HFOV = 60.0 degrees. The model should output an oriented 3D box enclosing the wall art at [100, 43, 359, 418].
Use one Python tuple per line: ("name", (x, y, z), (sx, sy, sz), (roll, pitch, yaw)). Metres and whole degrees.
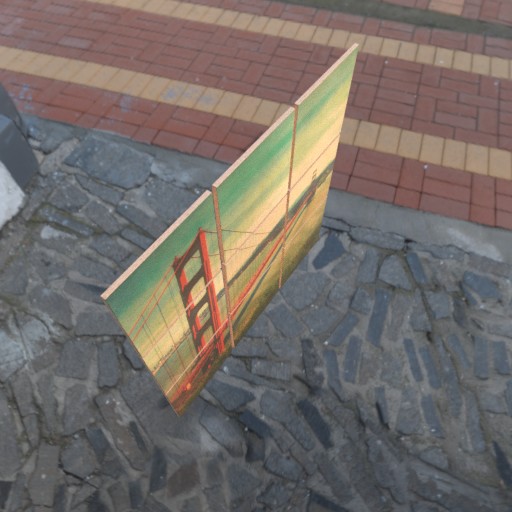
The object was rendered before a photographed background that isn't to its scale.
("wall art", (0.000, 0.000, 1.793), (0.016, 1.207, 1.217), (31, 63, 18))
